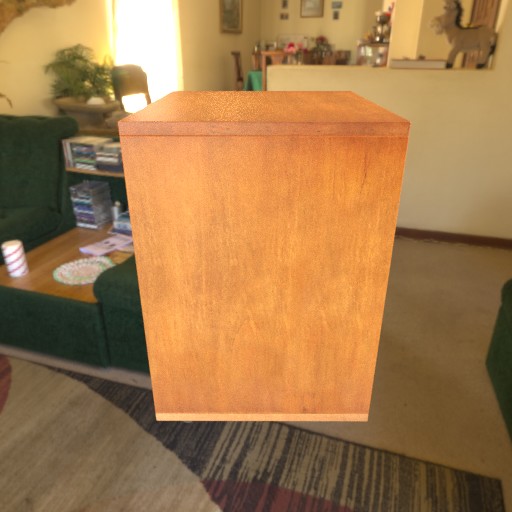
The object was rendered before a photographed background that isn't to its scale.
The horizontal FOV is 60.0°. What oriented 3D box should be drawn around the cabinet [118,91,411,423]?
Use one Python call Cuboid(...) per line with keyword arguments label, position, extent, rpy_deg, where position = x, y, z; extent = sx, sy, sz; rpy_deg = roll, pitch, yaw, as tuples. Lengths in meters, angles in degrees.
Cuboid(label="cabinet", position=(0.000, 0.000, 0.880), extent=(0.401, 0.579, 0.409), rpy_deg=(0, 26, 0))
